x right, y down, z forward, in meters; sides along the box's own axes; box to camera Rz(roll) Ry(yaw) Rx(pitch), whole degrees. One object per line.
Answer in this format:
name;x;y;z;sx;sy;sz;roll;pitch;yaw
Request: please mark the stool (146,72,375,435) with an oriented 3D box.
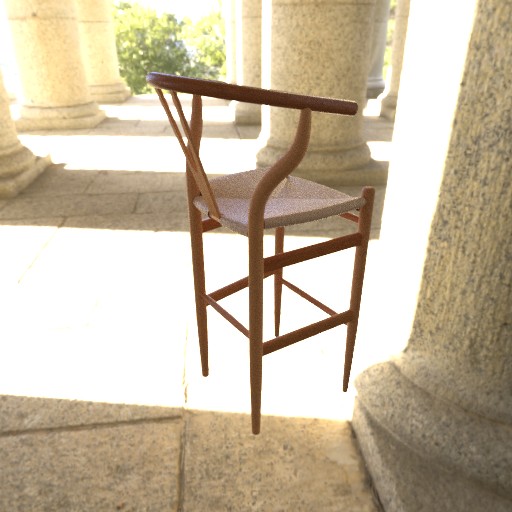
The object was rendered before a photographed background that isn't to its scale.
stool;0.000;0.000;1.368;0.561;1.068;0.574;-18;32;-31
